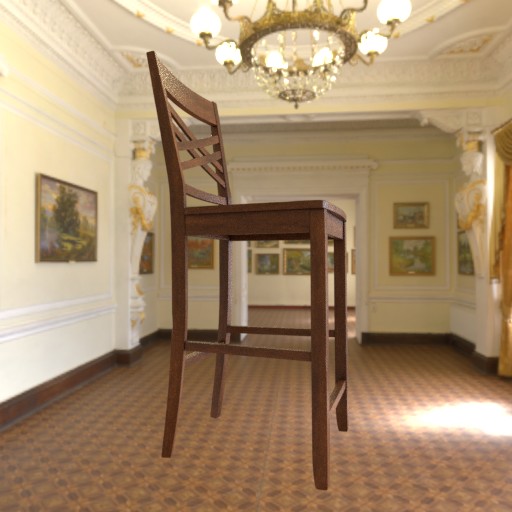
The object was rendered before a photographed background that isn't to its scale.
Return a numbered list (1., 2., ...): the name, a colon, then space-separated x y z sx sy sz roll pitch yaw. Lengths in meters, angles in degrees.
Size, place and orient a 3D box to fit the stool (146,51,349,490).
1. stool: 0.000 0.000 1.307 0.504 1.098 0.426 0 -1 19
